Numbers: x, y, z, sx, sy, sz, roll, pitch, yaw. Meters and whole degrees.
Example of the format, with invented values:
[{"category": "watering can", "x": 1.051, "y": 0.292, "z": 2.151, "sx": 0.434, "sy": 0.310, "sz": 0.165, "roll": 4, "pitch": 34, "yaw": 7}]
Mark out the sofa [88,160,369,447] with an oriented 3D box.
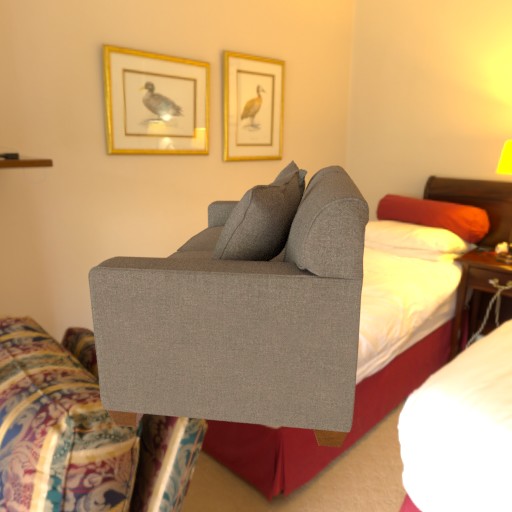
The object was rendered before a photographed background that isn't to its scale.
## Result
[{"category": "sofa", "x": 0.000, "y": 0.000, "z": 2.401, "sx": 1.000, "sy": 0.958, "sz": 1.846, "roll": 2, "pitch": 15, "yaw": 8}]
